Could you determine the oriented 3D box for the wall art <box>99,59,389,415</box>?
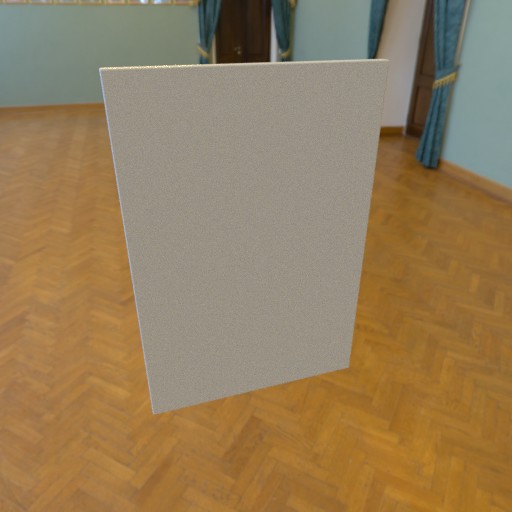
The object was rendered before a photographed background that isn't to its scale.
[{"bbox_3d":[0.000,0.000,1.017,0.556,0.813,0.026,-9,30,-16],"label":"wall art"}]
